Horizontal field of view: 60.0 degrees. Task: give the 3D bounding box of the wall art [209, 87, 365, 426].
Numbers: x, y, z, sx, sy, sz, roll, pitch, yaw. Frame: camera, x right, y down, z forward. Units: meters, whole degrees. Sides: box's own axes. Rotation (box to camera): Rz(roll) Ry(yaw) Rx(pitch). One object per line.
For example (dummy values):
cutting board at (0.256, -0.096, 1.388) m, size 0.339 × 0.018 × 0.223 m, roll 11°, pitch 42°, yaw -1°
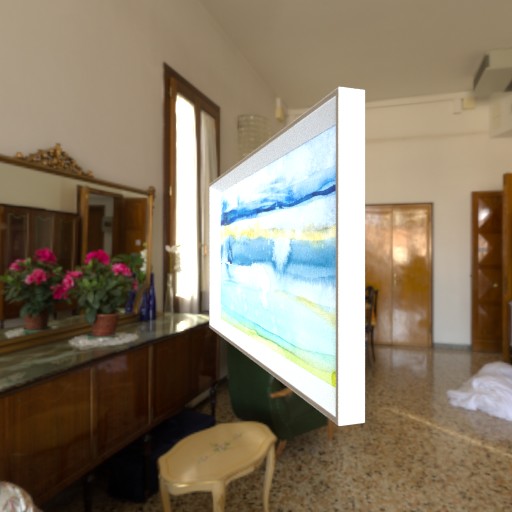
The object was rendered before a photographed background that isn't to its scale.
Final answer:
wall art at (0.000, 0.000, 0.955) m, size 0.038 × 0.431 × 0.812 m, roll 0°, pitch 0°, yaw -18°
